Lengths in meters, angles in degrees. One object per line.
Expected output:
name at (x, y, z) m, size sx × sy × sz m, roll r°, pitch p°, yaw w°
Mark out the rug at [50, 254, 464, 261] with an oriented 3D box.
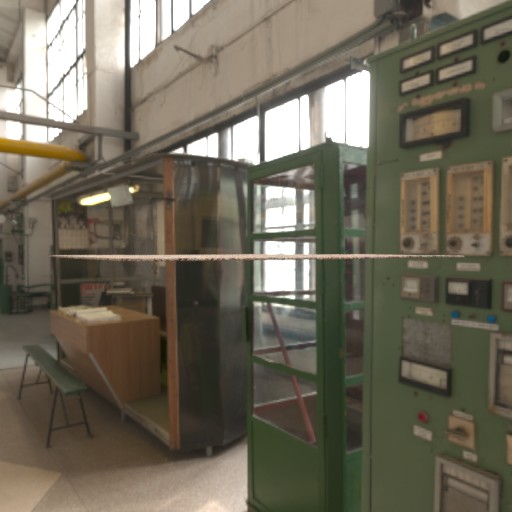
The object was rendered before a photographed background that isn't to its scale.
rug at (0.000, 0.000, 4.281) m, size 3.226 × 0.024 × 2.436 m, roll 0°, pitch 1°, yaw -36°
